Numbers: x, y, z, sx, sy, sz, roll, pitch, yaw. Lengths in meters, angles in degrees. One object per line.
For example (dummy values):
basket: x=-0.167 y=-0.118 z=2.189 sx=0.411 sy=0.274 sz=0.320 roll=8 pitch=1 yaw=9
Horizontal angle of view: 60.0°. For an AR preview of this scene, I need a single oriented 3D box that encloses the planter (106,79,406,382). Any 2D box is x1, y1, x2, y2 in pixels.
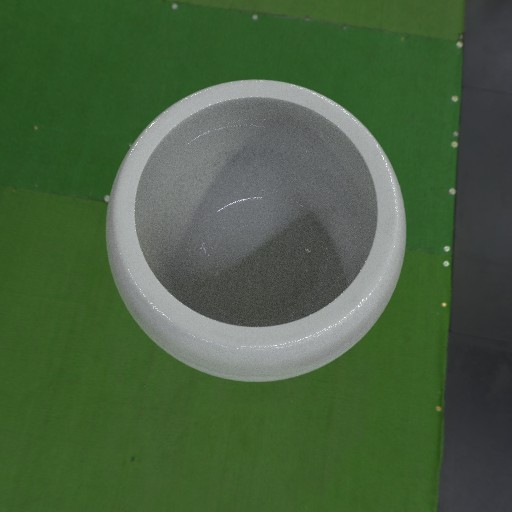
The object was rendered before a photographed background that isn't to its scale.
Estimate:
planter: x=0.000 y=0.000 z=0.415 sx=0.222 sy=0.278 sz=0.222 roll=0 pitch=76 yaw=0
